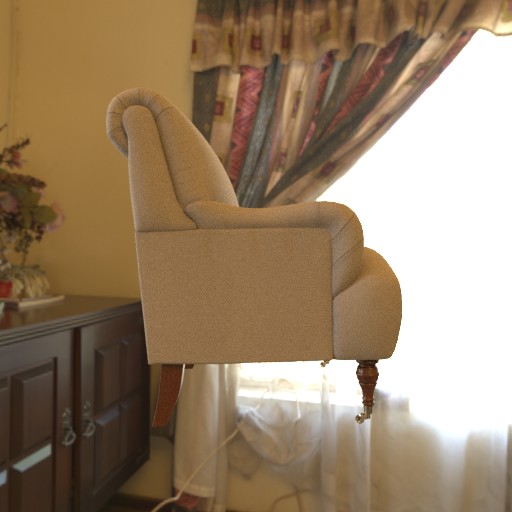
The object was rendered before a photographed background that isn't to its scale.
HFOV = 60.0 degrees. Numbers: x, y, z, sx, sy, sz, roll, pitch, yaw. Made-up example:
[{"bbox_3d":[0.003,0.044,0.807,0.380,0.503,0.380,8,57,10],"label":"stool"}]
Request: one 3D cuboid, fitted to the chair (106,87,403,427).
[{"bbox_3d":[0.000,0.000,1.552,0.842,0.942,0.766,0,0,-1],"label":"chair"}]
